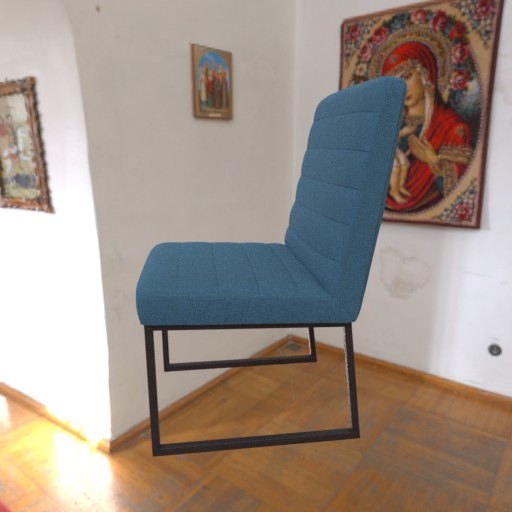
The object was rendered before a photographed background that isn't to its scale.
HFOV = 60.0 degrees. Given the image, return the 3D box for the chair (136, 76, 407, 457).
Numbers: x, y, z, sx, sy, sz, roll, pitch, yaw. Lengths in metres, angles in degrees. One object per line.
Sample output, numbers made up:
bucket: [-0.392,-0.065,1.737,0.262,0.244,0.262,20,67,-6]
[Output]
chair: [0.000,0.000,1.286,0.634,0.930,0.520,-2,14,-7]
